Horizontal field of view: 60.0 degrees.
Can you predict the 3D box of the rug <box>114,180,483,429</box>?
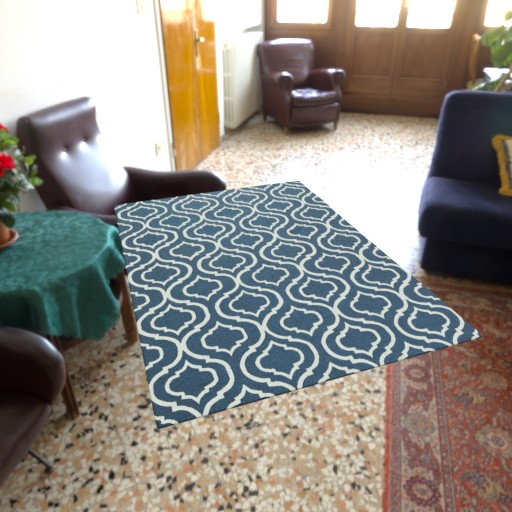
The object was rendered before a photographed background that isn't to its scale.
[{"bbox_3d":[0.000,0.000,4.328,2.438,0.010,3.353,-10,33,-17],"label":"rug"}]
